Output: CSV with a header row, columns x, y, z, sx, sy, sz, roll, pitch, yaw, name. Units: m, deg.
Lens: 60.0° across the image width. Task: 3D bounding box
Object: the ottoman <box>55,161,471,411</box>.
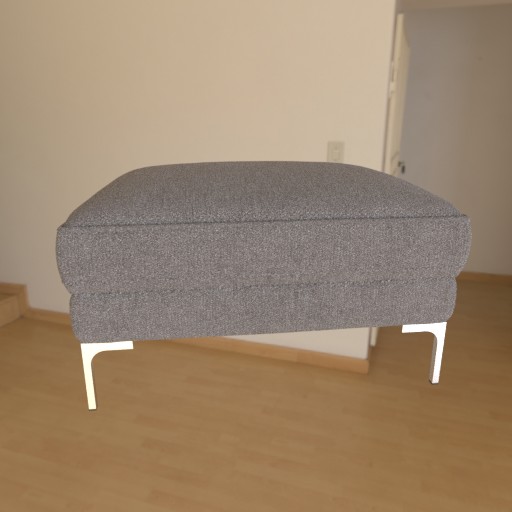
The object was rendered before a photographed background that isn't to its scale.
x,y,z,sx,sy,sz,roll,pitch,yaw,name
0.000,0.000,1.127,0.785,0.464,0.583,-2,17,-7,ottoman
